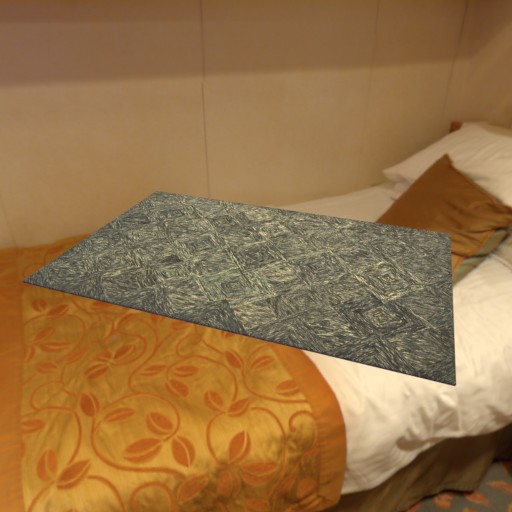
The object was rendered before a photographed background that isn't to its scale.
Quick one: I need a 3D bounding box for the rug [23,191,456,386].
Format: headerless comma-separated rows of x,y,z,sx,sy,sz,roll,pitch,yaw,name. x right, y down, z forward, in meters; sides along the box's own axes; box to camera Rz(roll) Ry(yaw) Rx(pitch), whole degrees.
0.000,0.000,2.812,2.330,0.017,1.478,10,32,17,rug
